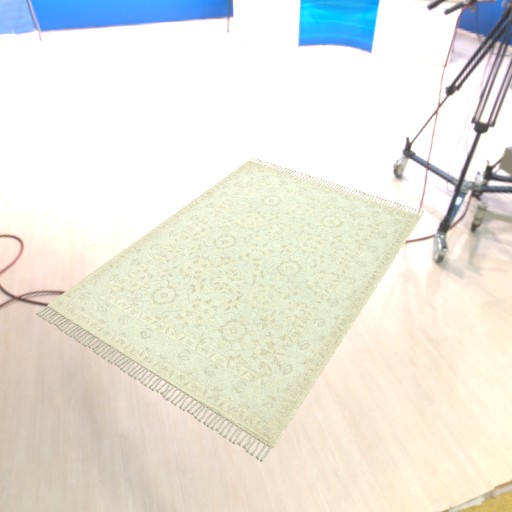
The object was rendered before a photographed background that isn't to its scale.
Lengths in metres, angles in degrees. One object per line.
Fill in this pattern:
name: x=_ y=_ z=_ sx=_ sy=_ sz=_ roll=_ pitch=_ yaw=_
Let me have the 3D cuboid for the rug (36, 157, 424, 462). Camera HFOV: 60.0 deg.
rug: x=0.000 y=0.000 z=2.311 sx=1.223 sy=0.015 sz=1.771 roll=23 pitch=45 yaw=25
